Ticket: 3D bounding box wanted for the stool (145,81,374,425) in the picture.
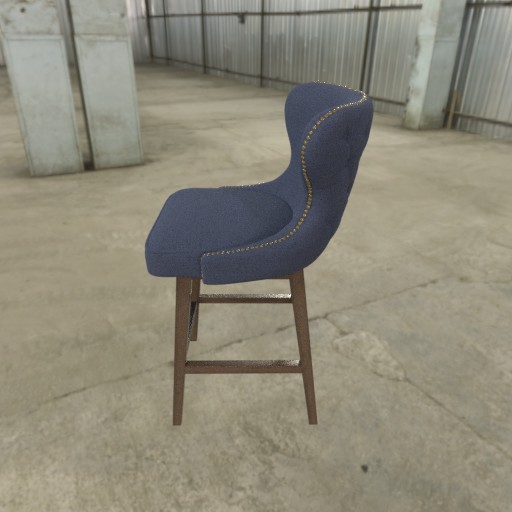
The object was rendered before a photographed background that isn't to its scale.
[{"bbox_3d":[0.000,0.000,1.381,0.597,0.972,0.615,0,27,0],"label":"stool"}]
